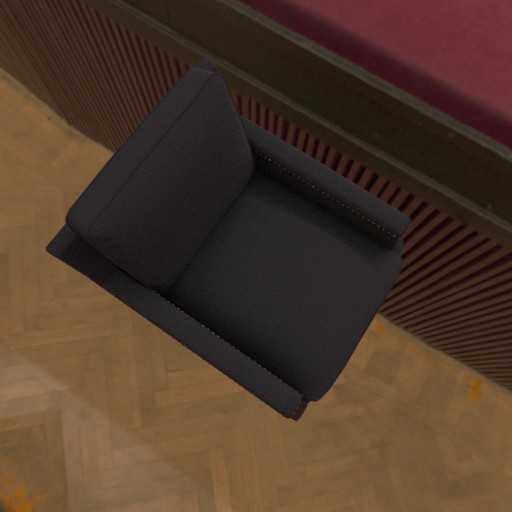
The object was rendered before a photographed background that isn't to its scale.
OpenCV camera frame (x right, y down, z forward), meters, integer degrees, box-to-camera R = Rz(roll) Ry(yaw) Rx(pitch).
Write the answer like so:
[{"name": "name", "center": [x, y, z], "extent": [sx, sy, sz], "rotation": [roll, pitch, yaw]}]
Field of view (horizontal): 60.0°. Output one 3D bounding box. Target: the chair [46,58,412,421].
[{"name": "chair", "center": [0.000, 0.000, 1.697], "extent": [1.014, 0.943, 0.853], "rotation": [33, 77, 8]}]
